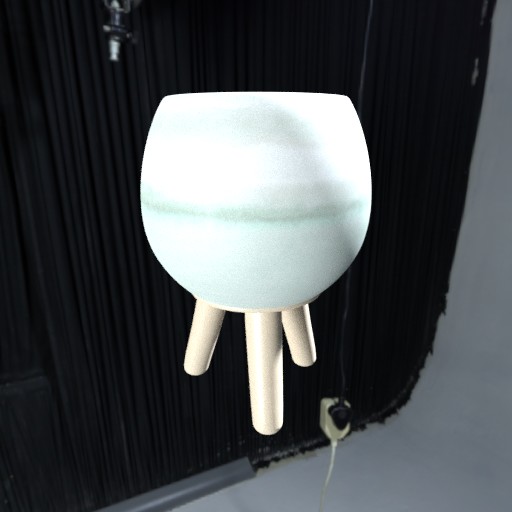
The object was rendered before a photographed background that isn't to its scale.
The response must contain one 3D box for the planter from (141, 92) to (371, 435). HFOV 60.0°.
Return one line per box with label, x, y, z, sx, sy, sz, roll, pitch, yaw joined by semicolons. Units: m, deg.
planter;0.000;0.000;0.333;0.161;0.224;0.161;0;17;0
